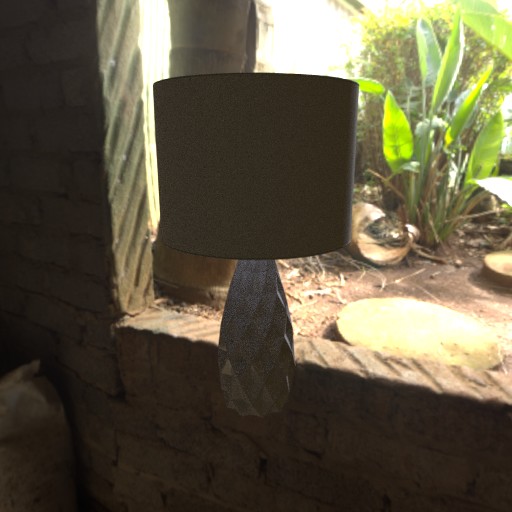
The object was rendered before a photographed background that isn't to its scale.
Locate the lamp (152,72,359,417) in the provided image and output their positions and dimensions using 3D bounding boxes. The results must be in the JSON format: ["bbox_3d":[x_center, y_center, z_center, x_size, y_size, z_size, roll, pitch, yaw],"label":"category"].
[{"bbox_3d":[0.000,0.000,0.717,0.297,0.522,0.297,0,15,0],"label":"lamp"}]
